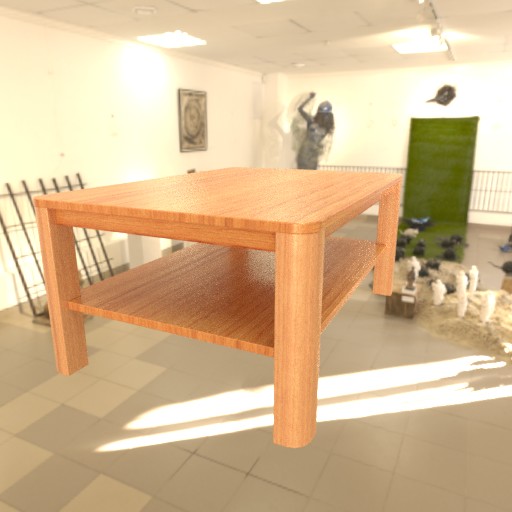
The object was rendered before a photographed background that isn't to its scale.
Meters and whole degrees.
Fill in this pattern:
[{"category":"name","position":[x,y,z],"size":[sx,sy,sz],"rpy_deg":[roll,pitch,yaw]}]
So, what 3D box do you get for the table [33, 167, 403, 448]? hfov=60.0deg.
[{"category":"table","position":[0.000,0.000,1.361],"size":[0.696,0.445,0.997],"rpy_deg":[8,17,25]}]
